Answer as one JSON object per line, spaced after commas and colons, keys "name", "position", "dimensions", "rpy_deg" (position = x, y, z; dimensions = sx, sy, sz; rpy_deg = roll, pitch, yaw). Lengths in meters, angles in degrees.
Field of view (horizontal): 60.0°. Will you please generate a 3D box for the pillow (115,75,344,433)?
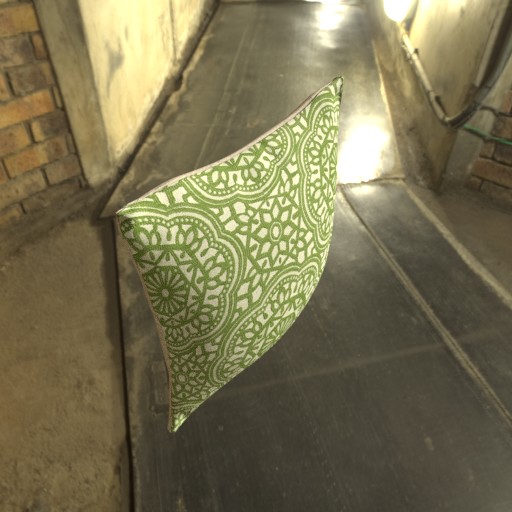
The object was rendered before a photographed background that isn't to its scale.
{"name": "pillow", "position": [0.000, 0.000, 0.673], "dimensions": [0.162, 0.419, 0.440], "rpy_deg": [26, 48, 26]}
